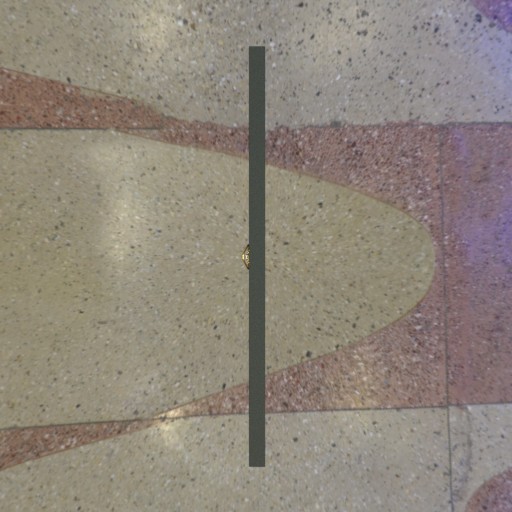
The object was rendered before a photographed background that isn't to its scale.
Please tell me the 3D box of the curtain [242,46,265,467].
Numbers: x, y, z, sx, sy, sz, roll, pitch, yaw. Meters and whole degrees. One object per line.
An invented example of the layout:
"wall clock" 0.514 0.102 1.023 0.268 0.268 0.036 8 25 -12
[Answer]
"curtain" 0.000 0.000 0.802 0.027 0.585 0.483 0 90 1
